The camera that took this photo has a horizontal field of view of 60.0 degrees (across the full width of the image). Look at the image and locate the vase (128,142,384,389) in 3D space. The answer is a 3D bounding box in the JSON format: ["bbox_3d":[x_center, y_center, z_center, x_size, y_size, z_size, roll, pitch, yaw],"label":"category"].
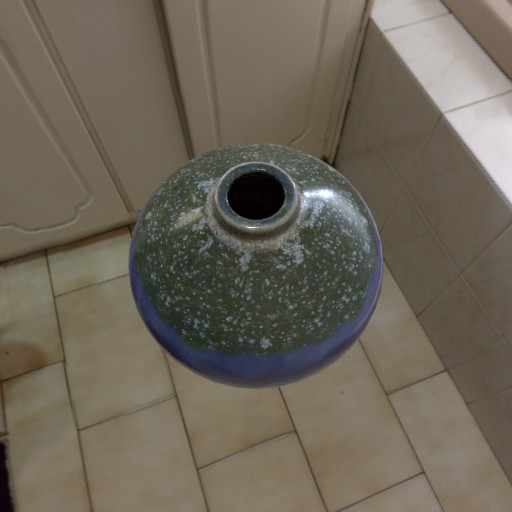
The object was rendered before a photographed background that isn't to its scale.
[{"bbox_3d":[0.000,0.000,0.270,0.154,0.133,0.154,0,64,0],"label":"vase"}]
